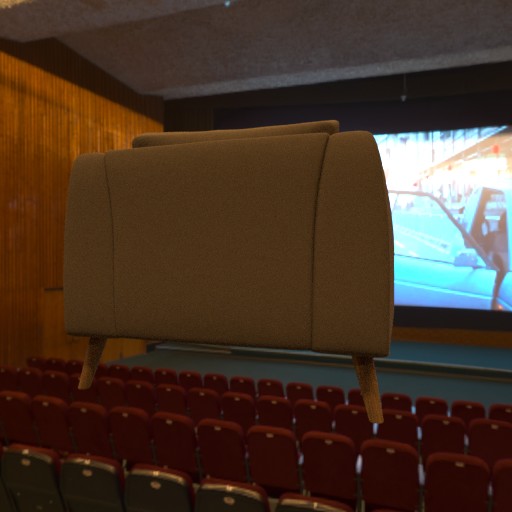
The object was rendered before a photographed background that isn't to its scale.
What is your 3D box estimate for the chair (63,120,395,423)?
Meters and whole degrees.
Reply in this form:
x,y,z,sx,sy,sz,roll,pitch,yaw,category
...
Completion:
x,y,z,sx,sy,sz,roll,pitch,yaw,category
0.000,0.000,1.684,1.000,0.860,0.930,0,0,18,chair
